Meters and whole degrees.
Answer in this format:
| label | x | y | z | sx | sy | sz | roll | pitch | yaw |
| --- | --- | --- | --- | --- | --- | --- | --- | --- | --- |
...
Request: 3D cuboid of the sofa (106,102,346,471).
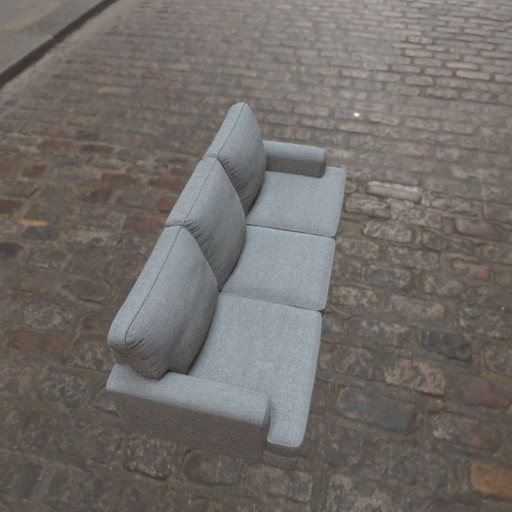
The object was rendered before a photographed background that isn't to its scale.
| label | x | y | z | sx | sy | sz | roll | pitch | yaw |
| --- | --- | --- | --- | --- | --- | --- | --- | --- | --- |
| sofa | 0.000 | 0.000 | 2.725 | 0.951 | 0.965 | 2.158 | 10 | 48 | 9 |
